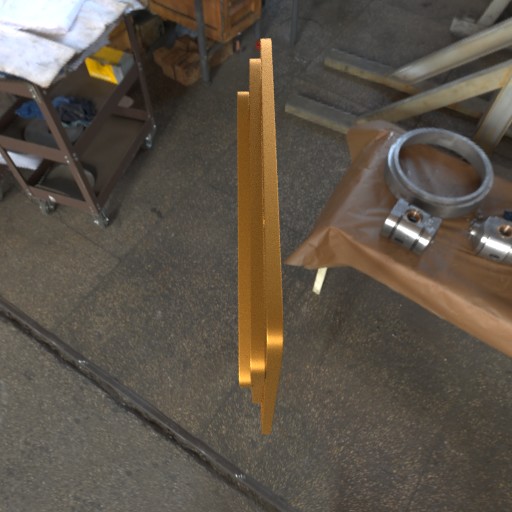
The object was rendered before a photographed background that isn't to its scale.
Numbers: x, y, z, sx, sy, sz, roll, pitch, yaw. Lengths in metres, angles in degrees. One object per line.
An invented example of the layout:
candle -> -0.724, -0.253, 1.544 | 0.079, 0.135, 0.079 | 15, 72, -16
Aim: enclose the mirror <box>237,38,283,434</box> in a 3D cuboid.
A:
mirror -> 0.000, 0.000, 0.700 | 0.045, 0.468, 0.470 | 0, 59, 0
